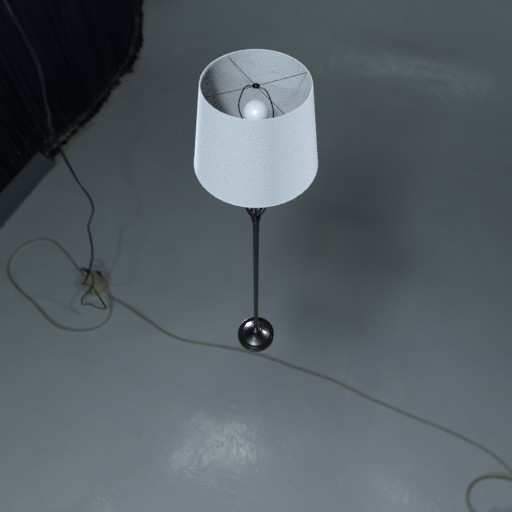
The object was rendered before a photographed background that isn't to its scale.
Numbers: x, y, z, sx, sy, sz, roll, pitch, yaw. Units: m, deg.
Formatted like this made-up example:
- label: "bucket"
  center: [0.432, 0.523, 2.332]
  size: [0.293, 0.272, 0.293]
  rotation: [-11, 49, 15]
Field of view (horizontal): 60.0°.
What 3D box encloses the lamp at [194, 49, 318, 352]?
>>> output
- label: "lamp"
  center: [0.000, 0.000, 1.808]
  size: [0.379, 1.623, 0.379]
  rotation: [0, 57, 0]
